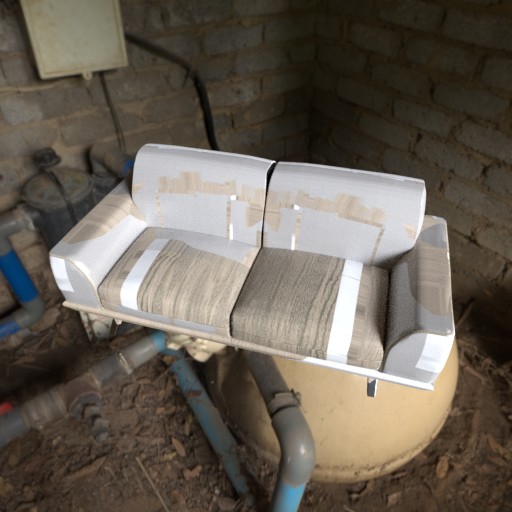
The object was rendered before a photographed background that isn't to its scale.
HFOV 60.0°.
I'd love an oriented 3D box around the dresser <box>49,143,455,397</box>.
[{"bbox_3d":[0.000,0.000,5.769,4.679,1.863,2.251,10,40,12],"label":"dresser"}]
